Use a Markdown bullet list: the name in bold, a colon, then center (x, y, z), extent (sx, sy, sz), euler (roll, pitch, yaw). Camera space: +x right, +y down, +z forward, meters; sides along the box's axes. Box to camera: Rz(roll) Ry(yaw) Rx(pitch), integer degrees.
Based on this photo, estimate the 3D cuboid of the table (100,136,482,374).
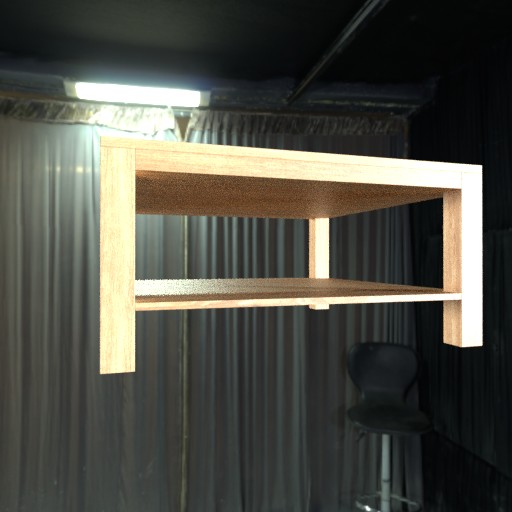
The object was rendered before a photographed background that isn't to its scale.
- **table**: center (0.000, 0.000, 1.400), extent (0.900, 0.450, 0.900), euler (0, 0, -18)
